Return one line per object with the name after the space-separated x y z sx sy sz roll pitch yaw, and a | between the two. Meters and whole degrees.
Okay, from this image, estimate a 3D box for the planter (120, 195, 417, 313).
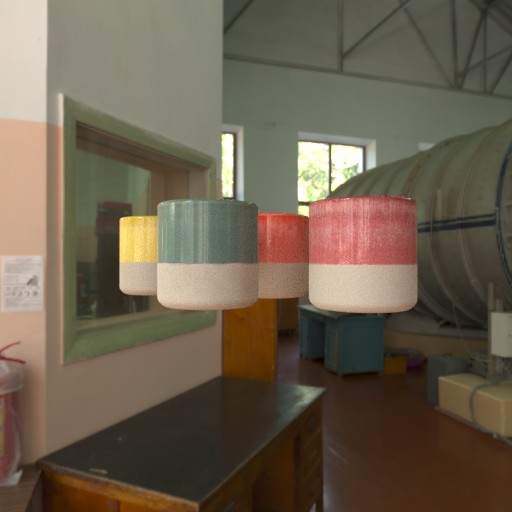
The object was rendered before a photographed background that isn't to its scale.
0.000 0.000 0.416 0.286 0.075 0.257 0 0 17 | planter
